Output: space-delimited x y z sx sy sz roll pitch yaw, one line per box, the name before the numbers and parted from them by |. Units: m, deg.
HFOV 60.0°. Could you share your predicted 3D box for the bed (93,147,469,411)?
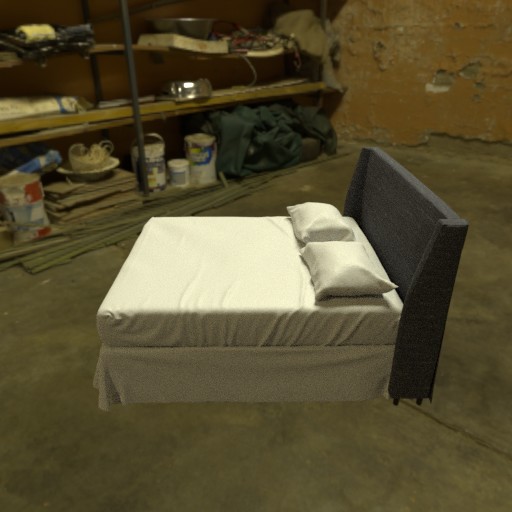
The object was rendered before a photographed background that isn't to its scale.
bed | 0.000 0.000 3.466 2.276 1.332 1.925 0 26 -1
